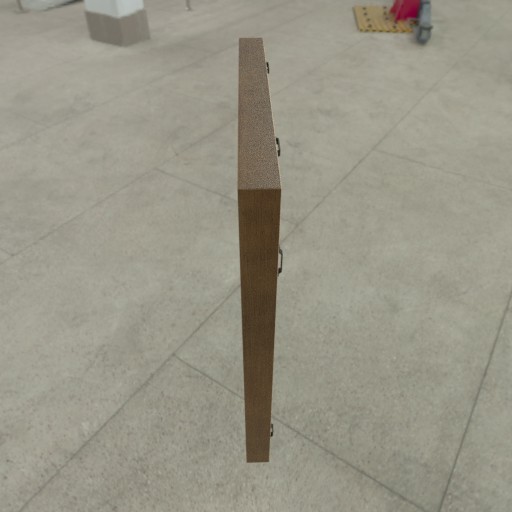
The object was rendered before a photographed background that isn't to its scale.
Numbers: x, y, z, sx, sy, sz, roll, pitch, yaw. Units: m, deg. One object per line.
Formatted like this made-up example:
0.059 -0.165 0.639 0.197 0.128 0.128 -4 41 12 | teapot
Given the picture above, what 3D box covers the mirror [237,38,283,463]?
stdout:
0.000 0.000 0.678 0.041 0.509 0.406 -1 42 -1 | mirror
